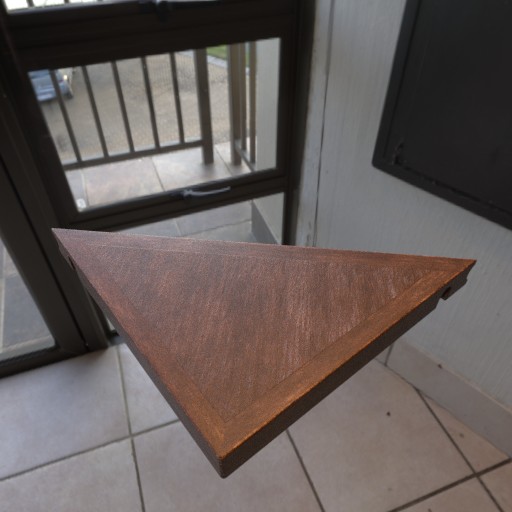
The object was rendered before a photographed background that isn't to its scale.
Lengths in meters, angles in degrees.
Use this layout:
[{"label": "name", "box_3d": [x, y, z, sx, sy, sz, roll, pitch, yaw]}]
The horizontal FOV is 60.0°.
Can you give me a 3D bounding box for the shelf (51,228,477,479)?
[{"label": "shelf", "box_3d": [0.000, 0.000, 0.445, 0.296, 0.035, 0.296, -29, 51, -27]}]
